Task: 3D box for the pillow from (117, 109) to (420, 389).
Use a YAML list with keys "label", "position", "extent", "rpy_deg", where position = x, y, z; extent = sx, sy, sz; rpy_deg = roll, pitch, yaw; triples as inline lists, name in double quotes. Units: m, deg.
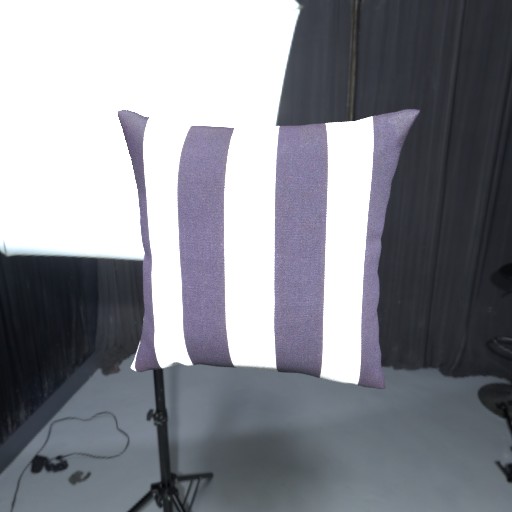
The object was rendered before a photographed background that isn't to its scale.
- label: "pillow"
  position: [0.000, 0.000, 0.834]
  extent: [0.536, 0.526, 0.189]
  rpy_deg: [2, 17, 8]
